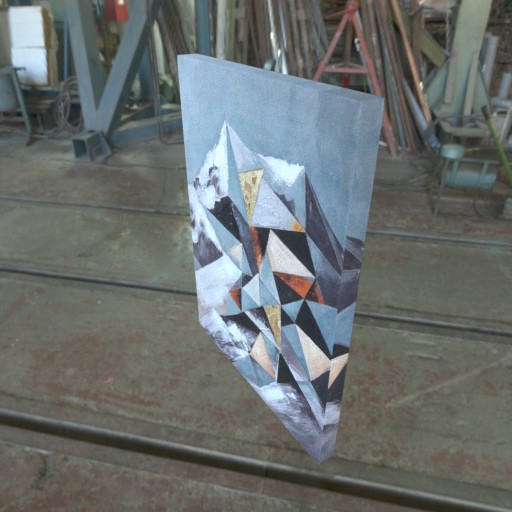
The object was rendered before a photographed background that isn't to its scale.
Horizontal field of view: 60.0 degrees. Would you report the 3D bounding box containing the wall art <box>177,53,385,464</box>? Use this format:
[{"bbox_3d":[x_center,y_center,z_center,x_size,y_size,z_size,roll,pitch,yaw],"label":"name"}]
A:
[{"bbox_3d":[0.000,0.000,0.786,0.037,0.613,0.455,-19,36,-28],"label":"wall art"}]
